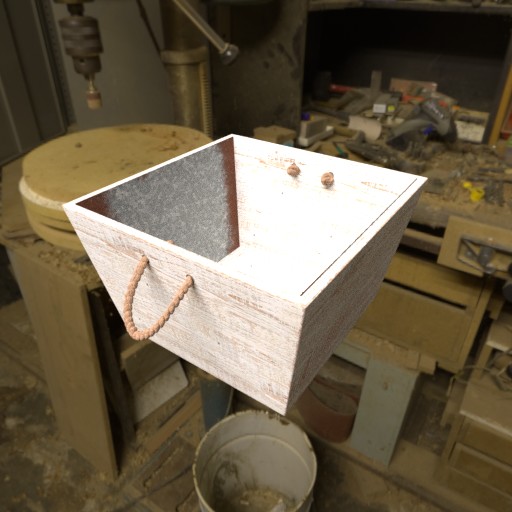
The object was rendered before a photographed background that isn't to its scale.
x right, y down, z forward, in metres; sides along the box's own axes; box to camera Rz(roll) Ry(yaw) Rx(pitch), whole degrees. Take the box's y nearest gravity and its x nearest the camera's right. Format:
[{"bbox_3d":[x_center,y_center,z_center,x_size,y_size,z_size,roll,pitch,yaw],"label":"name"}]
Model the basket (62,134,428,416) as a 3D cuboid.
[{"bbox_3d":[0.000,0.000,0.764,0.413,0.247,0.545,21,38,29],"label":"basket"}]
